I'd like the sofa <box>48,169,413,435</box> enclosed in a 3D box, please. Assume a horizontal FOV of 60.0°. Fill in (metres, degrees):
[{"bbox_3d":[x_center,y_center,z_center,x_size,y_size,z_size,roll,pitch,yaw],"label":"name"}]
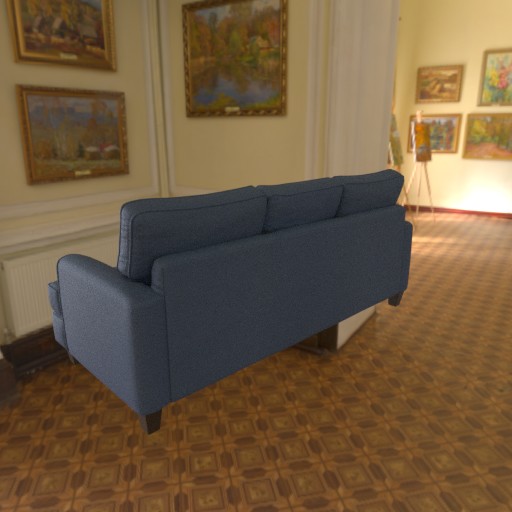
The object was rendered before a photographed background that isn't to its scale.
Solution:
[{"bbox_3d":[0.000,0.000,2.684,2.158,0.965,0.951,-15,22,-42],"label":"sofa"}]
